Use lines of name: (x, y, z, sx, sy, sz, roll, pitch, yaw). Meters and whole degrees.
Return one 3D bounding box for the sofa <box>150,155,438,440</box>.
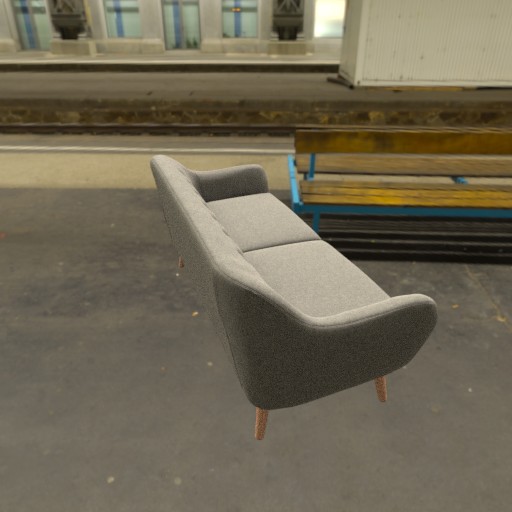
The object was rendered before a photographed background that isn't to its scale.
sofa: (0.000, 0.000, 2.326, 0.820, 0.820, 1.840, -10, 30, -18)
